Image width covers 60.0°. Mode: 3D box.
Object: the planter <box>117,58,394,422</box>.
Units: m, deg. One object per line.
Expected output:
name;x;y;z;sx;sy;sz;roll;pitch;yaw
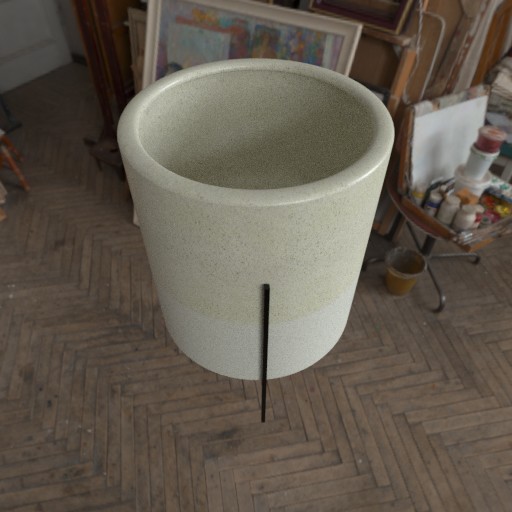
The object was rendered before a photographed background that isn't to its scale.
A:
planter;0.000;0.000;0.698;0.324;0.483;0.333;-3;47;-3
